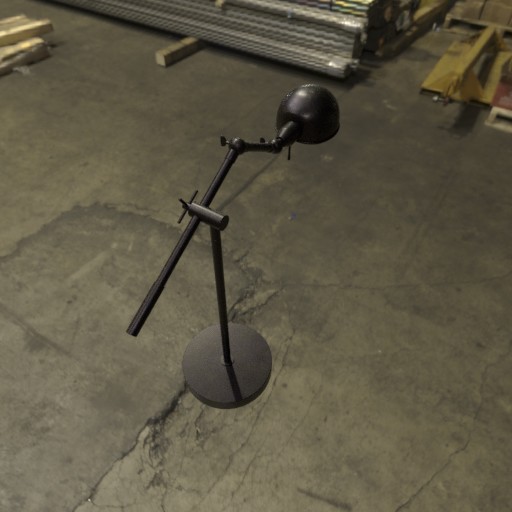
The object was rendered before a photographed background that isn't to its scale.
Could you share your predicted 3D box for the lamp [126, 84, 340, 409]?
[{"bbox_3d":[0.000,0.000,0.820,0.185,0.495,0.567,25,52,22],"label":"lamp"}]
